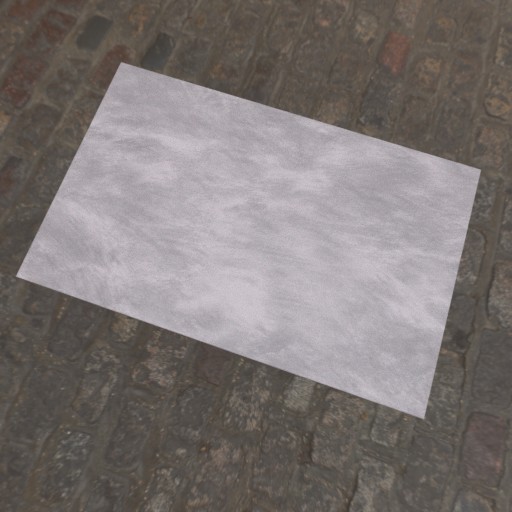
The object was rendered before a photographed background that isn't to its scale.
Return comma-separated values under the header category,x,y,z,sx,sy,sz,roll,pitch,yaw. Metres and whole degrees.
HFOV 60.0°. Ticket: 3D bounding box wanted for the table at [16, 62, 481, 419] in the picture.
category,x,y,z,sx,sy,sz,roll,pitch,yaw
table,0.000,0.000,1.561,1.100,0.734,0.700,18,76,5
